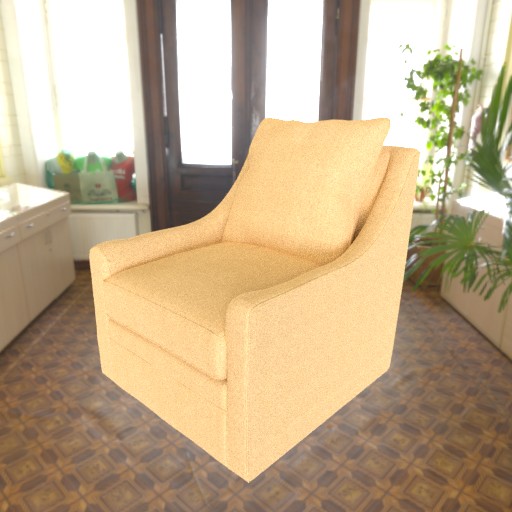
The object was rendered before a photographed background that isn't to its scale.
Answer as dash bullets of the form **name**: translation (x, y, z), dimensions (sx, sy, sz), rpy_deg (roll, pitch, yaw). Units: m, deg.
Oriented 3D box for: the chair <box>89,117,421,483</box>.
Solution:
- **chair**: translation (0.000, 0.000, 1.542), dimensions (0.760, 0.927, 0.876), rpy_deg (16, 23, 41)
